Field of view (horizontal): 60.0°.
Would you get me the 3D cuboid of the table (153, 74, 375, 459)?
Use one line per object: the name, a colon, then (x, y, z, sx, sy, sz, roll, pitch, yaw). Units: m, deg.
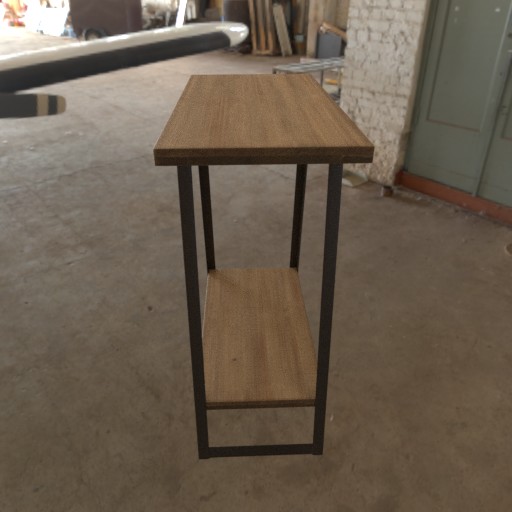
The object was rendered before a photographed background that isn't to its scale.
table: (0.000, 0.000, 1.032, 0.300, 0.701, 0.599, -1, 31, -2)
